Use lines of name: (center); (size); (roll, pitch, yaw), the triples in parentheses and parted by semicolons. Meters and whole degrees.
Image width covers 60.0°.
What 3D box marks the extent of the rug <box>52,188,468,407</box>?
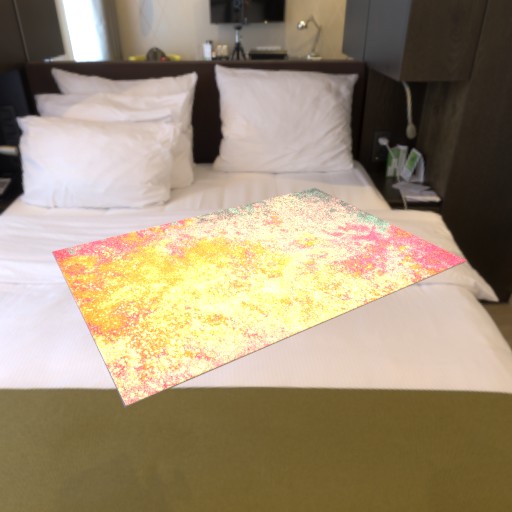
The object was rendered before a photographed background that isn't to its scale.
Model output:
rug: (0.000, 0.000, 3.744); (2.896, 0.013, 2.007); (-17, 34, -28)
